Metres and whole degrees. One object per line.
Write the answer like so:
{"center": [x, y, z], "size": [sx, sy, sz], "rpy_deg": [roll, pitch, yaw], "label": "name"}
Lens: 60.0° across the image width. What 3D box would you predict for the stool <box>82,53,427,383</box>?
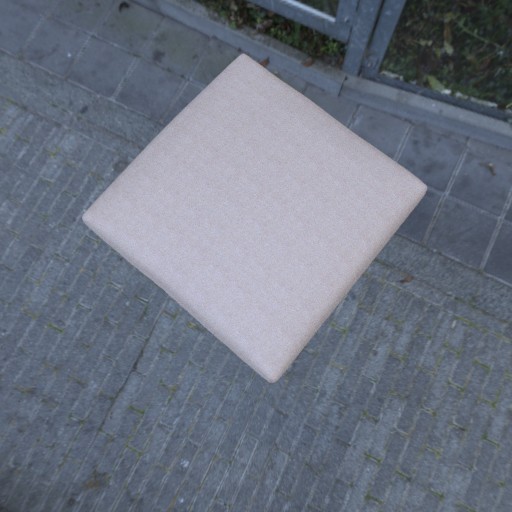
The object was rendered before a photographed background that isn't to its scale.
{"center": [0.000, 0.000, 0.995], "size": [0.382, 0.768, 0.383], "rpy_deg": [39, 79, 9], "label": "stool"}
